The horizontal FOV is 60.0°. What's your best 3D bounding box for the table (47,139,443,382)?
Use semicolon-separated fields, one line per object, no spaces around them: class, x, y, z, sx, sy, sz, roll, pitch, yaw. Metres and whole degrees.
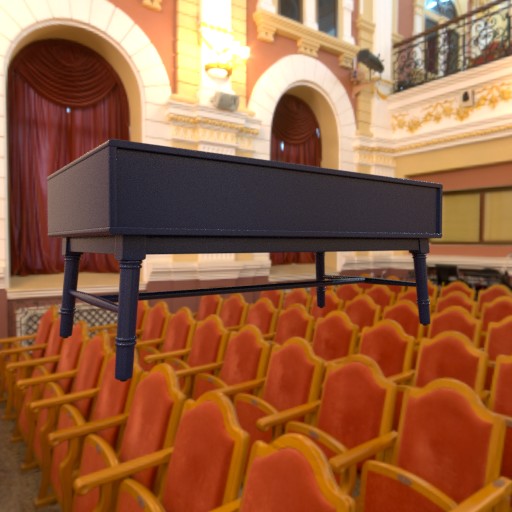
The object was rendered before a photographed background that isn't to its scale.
table;0.000;0.000;1.348;1.067;0.457;0.572;-1;2;-36
